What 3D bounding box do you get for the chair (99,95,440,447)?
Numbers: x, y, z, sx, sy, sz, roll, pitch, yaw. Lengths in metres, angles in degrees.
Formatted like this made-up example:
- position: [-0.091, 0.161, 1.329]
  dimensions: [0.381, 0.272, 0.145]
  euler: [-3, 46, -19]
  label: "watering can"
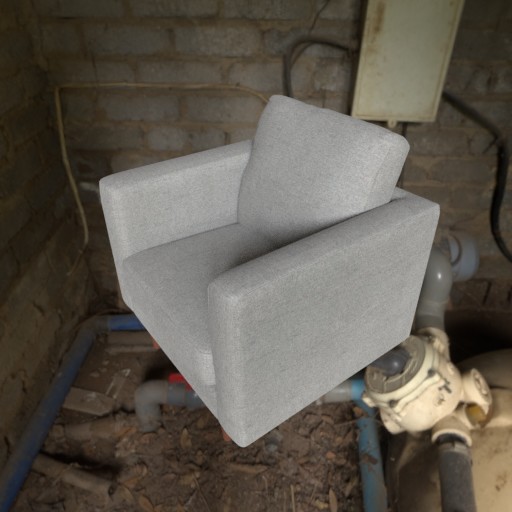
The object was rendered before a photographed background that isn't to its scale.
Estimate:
- position: [0.000, 0.000, 1.552]
  dimensions: [0.800, 0.927, 0.855]
  euler: [-22, 39, -30]
  label: "chair"
